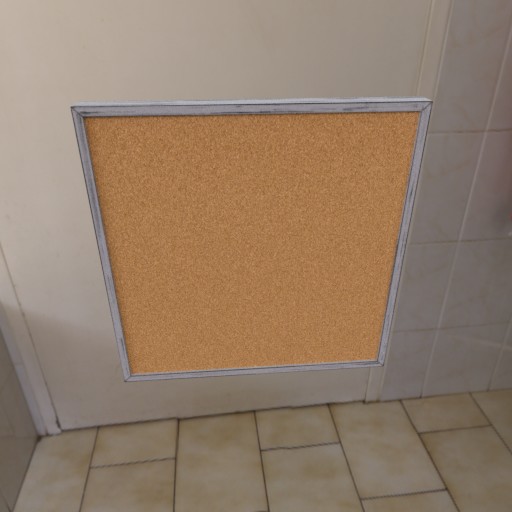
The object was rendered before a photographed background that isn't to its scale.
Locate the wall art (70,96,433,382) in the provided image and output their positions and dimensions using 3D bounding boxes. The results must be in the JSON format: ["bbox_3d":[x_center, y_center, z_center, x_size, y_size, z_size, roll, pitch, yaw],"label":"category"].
[{"bbox_3d":[0.000,0.000,0.756,0.506,0.506,0.038,-2,29,-4],"label":"wall art"}]
